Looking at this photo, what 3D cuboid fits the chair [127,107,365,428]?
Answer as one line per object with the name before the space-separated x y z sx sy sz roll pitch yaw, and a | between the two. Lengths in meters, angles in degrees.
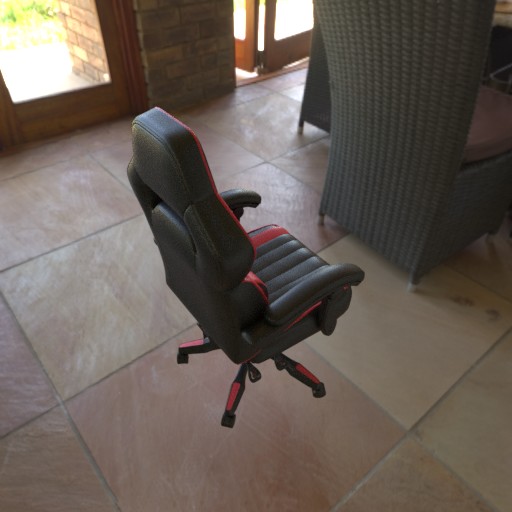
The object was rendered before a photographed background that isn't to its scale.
chair | 0.000 0.000 1.661 0.700 1.220 0.700 -26 47 -27
